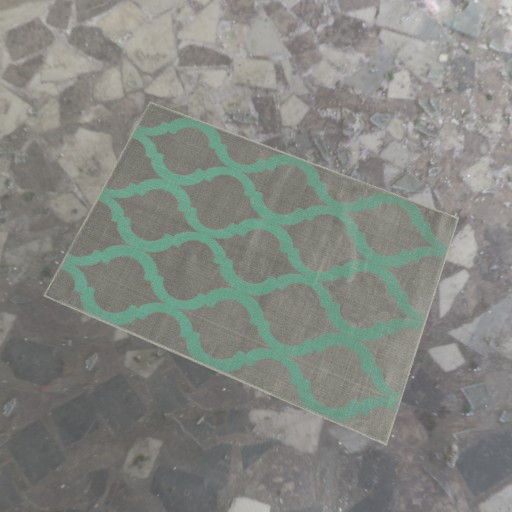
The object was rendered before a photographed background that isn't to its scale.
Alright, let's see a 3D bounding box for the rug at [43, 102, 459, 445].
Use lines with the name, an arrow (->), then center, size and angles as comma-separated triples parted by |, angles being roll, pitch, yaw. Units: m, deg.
rug -> 0.000, 0.000, 2.880 | 2.286, 0.006, 1.524 | 22, 76, 6
